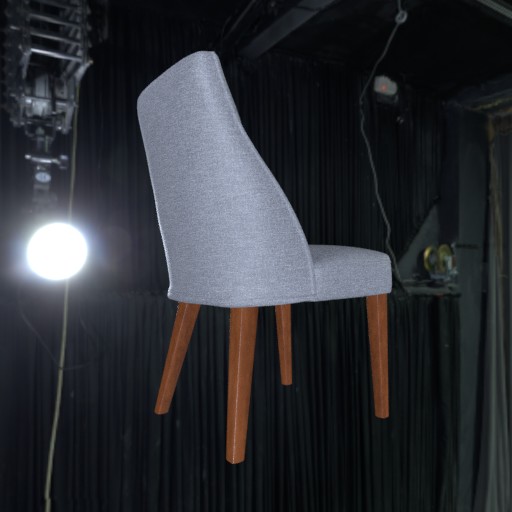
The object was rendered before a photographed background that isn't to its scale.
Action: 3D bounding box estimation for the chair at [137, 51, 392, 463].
[{"bbox_3d":[0.000,0.000,1.283,0.620,0.930,0.500,1,-1,-36],"label":"chair"}]
